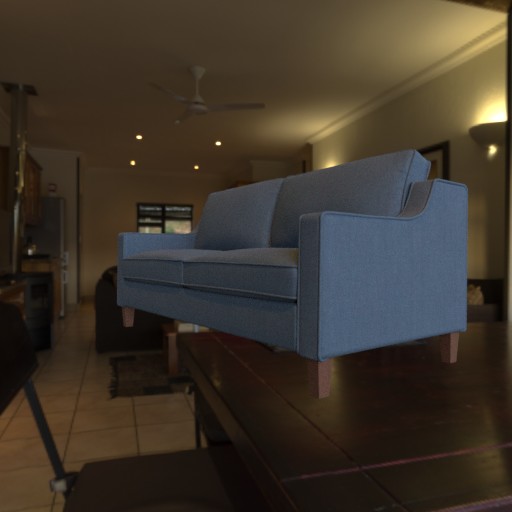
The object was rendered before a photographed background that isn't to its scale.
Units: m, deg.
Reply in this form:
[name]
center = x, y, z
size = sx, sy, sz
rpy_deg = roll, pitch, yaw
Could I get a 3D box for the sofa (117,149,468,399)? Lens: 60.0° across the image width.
[sofa]
center = 0.000, 0.000, 2.799
size = 1.066, 1.071, 2.178
rpy_deg = 0, 0, -36
